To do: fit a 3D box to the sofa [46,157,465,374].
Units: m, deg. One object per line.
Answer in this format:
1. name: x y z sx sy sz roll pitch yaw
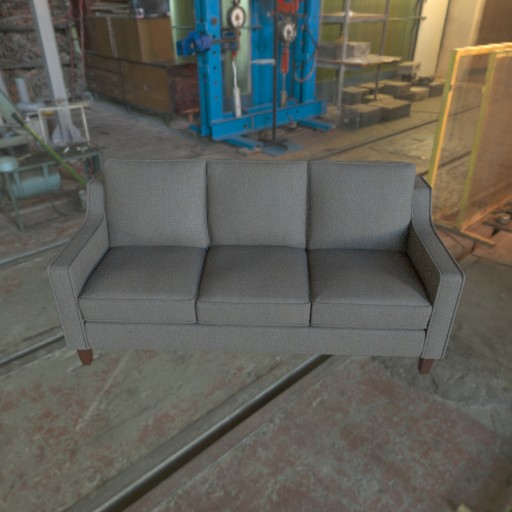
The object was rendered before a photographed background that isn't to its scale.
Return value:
1. sofa: 0.000 0.000 2.539 1.986 0.974 0.911 1 30 2
